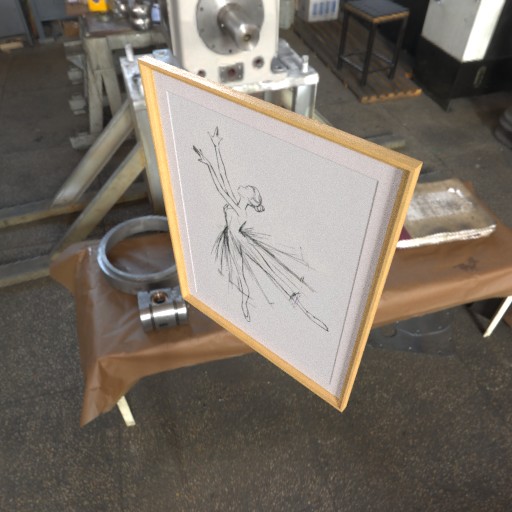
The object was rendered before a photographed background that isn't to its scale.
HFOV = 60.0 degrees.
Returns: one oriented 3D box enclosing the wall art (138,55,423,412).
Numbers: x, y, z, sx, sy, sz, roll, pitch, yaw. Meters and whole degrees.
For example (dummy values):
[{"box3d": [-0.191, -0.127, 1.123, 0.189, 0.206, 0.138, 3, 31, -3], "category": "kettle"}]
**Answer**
[{"box3d": [0.000, 0.000, 1.366, 0.798, 1.002, 0.030, 31, 53, 27], "category": "wall art"}]
